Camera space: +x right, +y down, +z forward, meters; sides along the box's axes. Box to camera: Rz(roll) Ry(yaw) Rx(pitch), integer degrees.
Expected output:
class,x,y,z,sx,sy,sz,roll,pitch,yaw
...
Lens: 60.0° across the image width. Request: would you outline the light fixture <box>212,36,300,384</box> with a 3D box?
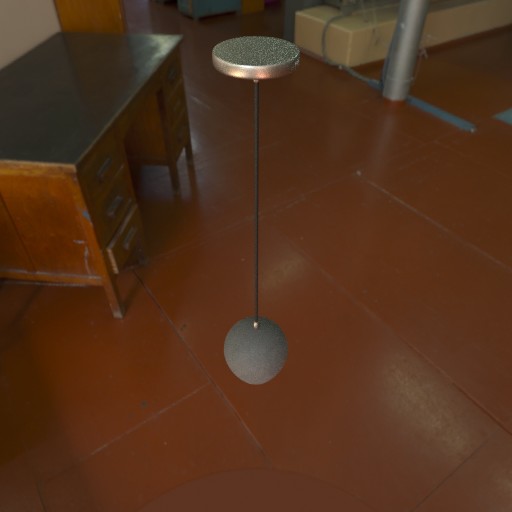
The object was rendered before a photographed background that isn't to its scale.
class,x,y,z,sx,sy,sz,roll,pitch,yaw
light fixture,0.000,0.000,0.858,0.153,0.760,0.153,-1,43,-1
